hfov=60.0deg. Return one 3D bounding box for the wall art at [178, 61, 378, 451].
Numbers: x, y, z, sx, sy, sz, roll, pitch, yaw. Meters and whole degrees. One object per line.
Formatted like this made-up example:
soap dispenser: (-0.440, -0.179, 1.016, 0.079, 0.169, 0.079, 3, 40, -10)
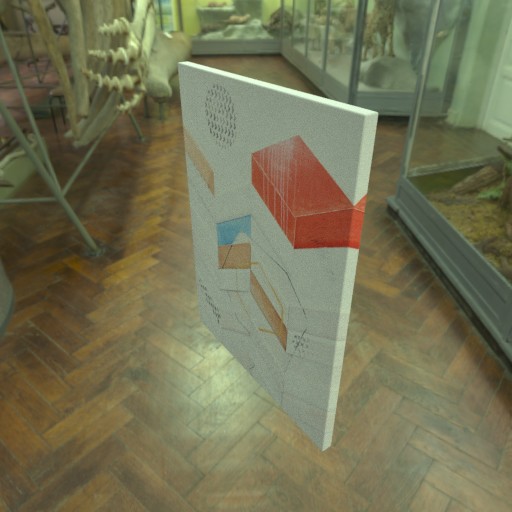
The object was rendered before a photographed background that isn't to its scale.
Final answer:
wall art: (0.000, 0.000, 1.361, 0.045, 1.014, 0.759, -21, 37, -30)
